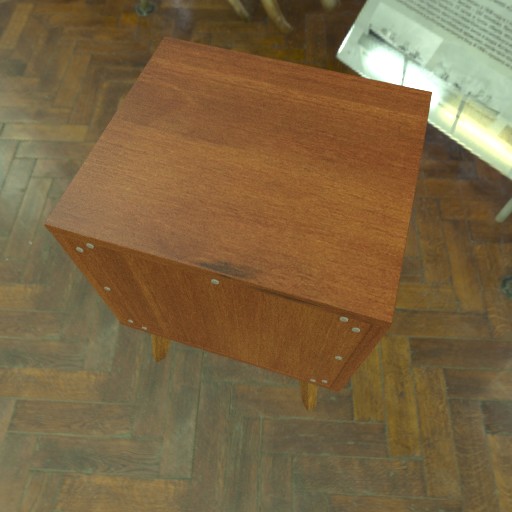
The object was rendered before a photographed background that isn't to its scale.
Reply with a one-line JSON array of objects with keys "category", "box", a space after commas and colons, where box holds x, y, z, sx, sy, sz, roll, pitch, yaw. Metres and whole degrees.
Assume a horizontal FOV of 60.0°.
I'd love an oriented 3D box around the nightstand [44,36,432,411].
[{"category": "nightstand", "box": [0.000, 0.000, 0.911, 0.460, 0.618, 0.411, 15, 62, 8]}]
